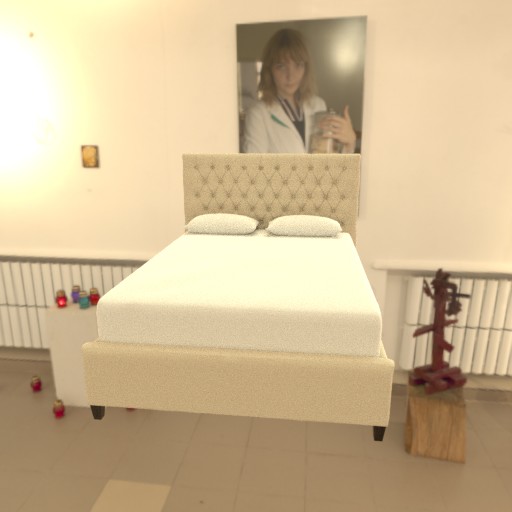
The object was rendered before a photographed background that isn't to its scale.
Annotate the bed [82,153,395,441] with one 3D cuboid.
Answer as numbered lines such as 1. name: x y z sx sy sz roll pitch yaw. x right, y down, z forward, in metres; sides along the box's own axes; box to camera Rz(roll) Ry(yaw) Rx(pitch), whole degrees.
1. bed: 0.000 0.000 3.319 1.696 1.426 2.233 2 15 7
